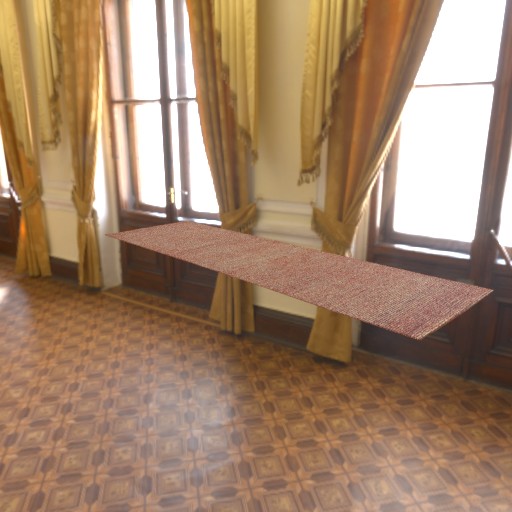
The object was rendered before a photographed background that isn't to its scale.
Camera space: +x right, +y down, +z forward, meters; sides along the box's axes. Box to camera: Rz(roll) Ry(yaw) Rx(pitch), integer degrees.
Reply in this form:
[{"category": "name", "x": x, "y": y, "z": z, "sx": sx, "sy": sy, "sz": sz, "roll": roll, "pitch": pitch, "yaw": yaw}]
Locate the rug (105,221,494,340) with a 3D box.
[{"category": "rug", "x": 0.000, "y": 0.000, "z": 2.567, "sx": 0.718, "sy": 0.013, "sz": 2.353, "roll": -14, "pitch": 21, "yaw": -42}]
